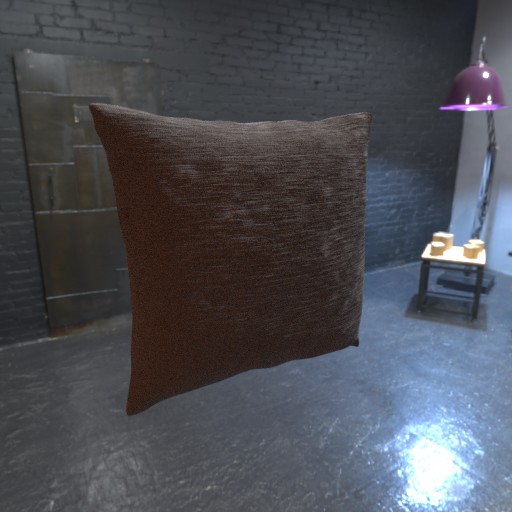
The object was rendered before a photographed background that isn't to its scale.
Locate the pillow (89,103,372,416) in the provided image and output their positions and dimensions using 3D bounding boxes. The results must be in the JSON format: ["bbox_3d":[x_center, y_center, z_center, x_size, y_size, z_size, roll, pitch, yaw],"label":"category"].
[{"bbox_3d":[0.000,0.000,0.689,0.452,0.439,0.204,-8,17,-27],"label":"pillow"}]
